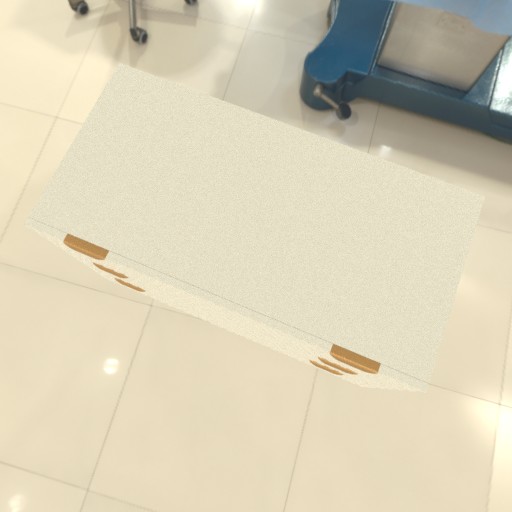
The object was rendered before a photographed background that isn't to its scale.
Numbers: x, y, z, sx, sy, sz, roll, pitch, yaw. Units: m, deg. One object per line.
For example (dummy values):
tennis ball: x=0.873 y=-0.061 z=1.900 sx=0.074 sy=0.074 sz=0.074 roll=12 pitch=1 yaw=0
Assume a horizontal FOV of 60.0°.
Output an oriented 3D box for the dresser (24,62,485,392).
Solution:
dresser: x=0.000 y=0.000 z=1.315 sx=0.905 sy=0.721 sz=0.457 roll=22 pitch=76 yaw=6
